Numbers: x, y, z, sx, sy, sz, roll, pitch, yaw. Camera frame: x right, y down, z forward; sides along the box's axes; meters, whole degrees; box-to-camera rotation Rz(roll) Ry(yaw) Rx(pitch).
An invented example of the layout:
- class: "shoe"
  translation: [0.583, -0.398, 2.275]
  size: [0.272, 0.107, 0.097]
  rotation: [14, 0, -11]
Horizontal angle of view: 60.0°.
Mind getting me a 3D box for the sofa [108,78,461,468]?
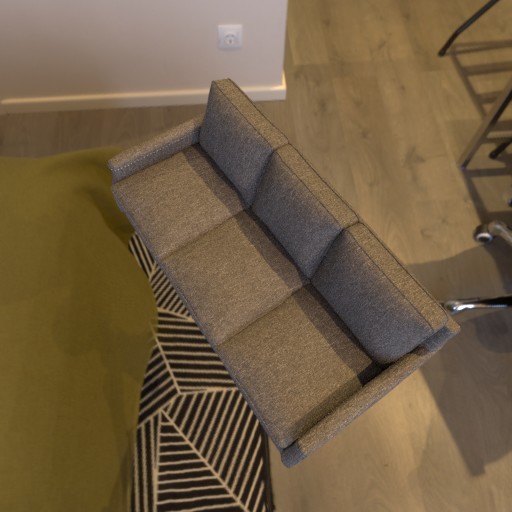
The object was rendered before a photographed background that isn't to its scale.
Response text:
- class: "sofa"
  translation: [0.000, 0.000, 2.828]
  size: [1.084, 1.003, 2.246]
  rotation: [-31, 67, -15]
